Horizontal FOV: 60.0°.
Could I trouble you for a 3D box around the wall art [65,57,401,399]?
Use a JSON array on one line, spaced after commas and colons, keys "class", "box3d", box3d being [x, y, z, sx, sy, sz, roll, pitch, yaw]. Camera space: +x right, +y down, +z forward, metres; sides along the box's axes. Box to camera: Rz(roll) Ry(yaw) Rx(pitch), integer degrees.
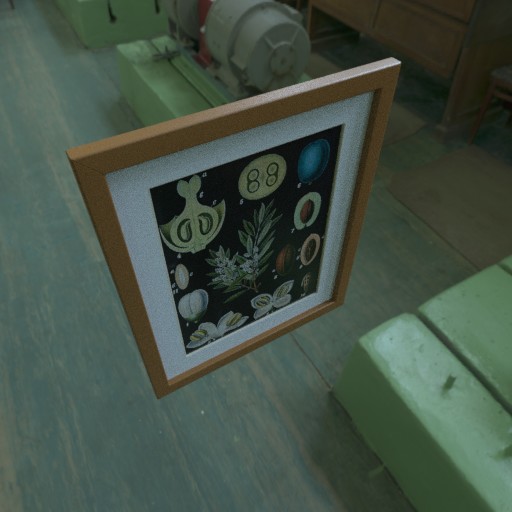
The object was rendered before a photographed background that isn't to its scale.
[{"class": "wall art", "box3d": [0.000, 0.000, 0.733, 0.449, 0.550, 0.021, -23, 51, -20]}]
